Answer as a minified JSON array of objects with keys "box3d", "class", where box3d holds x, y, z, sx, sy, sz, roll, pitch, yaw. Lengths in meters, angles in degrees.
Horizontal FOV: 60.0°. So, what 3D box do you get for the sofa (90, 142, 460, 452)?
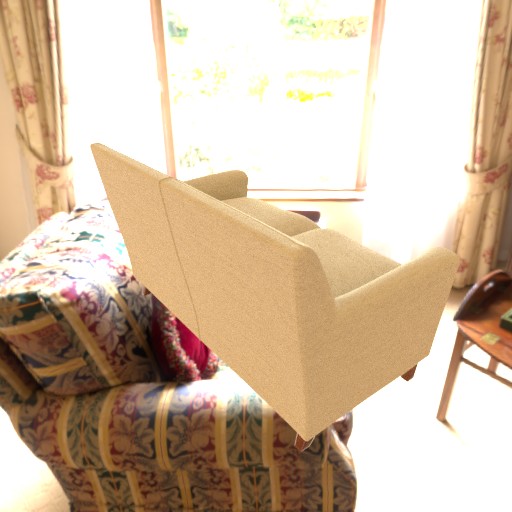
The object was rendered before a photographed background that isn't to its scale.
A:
[{"box3d":[0.000,0.000,2.023,0.891,0.892,1.482,-19,32,-33],"class":"sofa"}]
